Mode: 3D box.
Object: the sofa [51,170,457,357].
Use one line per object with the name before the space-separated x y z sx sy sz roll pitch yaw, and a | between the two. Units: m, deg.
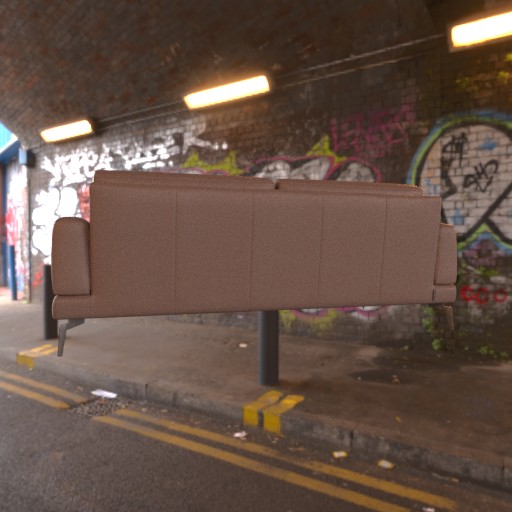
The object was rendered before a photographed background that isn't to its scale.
sofa | 0.000 0.000 2.400 1.940 0.765 0.974 0 1 -17
